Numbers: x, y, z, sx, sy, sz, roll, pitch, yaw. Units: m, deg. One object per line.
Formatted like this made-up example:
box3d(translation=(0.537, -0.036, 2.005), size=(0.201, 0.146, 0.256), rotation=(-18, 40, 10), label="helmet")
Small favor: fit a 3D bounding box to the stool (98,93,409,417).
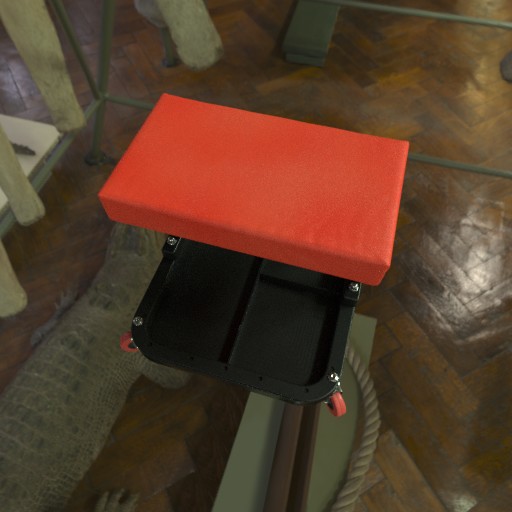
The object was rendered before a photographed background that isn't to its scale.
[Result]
box3d(translation=(0.000, 0.000, 0.729), size=(0.446, 0.380, 0.371), rotation=(14, 58, 9), label="stool")
